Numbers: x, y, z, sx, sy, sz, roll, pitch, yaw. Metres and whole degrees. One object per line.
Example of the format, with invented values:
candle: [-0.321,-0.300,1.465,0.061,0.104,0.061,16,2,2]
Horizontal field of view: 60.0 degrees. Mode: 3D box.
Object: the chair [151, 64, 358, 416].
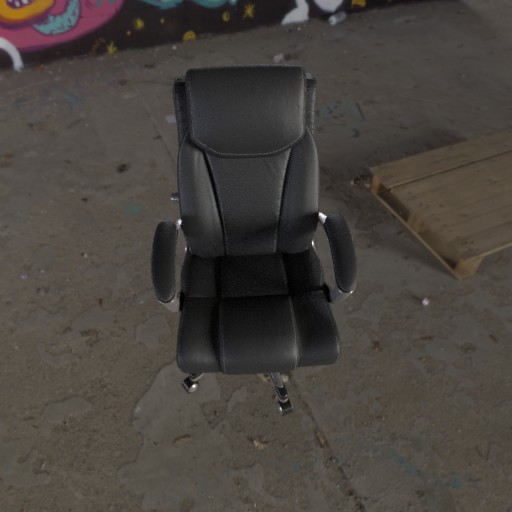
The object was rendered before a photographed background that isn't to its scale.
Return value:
chair: [0.000,0.000,1.667,0.741,1.167,0.784,-3,46,-3]
